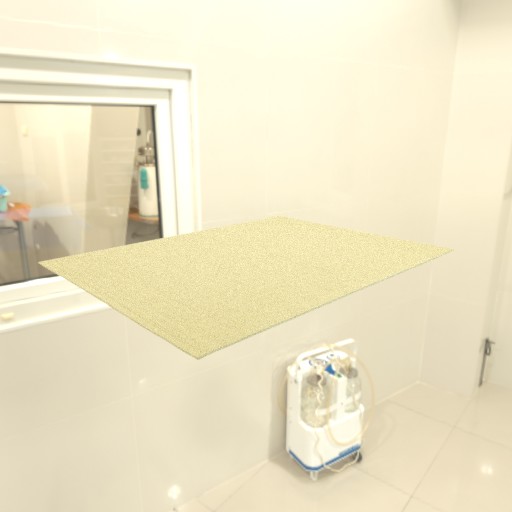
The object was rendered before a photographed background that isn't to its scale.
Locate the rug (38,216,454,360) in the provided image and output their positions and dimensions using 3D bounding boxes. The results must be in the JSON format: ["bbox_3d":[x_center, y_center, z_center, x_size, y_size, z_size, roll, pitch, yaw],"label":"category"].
[{"bbox_3d":[0.000,0.000,4.276,3.204,0.016,2.452,-15,22,-41],"label":"rug"}]
